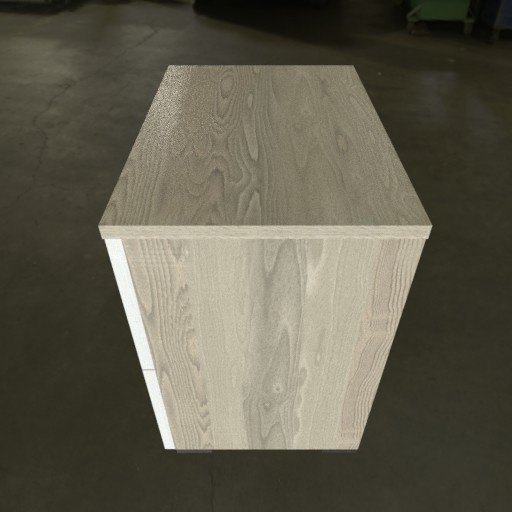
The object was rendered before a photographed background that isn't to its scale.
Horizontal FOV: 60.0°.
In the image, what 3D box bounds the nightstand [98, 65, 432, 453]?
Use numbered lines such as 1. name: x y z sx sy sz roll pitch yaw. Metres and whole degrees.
1. nightstand: 0.000 0.000 0.727 0.325 0.461 0.442 0 41 0
